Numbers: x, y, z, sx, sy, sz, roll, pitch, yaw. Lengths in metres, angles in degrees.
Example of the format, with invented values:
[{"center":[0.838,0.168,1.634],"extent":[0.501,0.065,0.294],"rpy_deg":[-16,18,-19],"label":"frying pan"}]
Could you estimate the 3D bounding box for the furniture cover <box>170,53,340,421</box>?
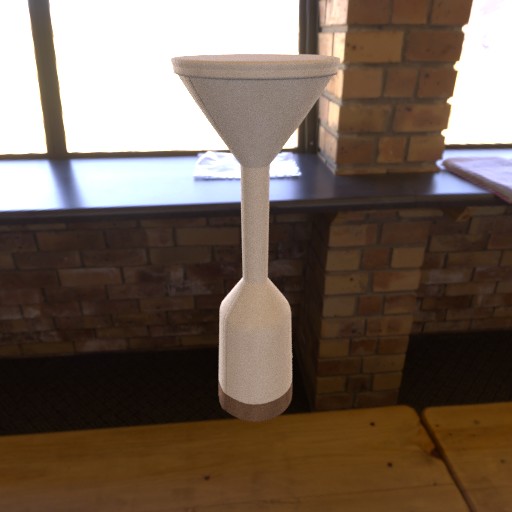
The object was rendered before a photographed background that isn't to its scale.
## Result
[{"center":[0.000,0.000,2.939],"extent":[0.914,2.413,0.914],"rpy_deg":[-19,32,-32],"label":"furniture cover"}]
